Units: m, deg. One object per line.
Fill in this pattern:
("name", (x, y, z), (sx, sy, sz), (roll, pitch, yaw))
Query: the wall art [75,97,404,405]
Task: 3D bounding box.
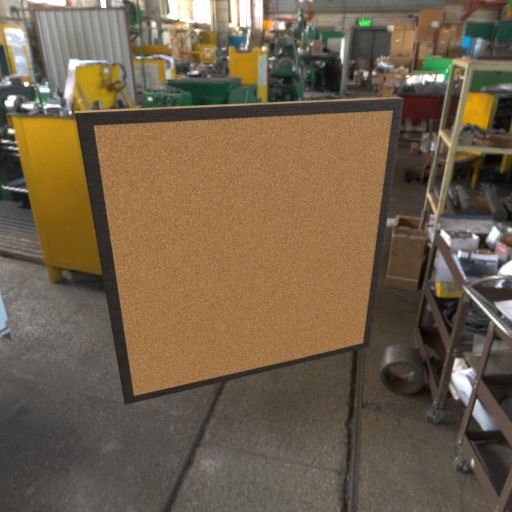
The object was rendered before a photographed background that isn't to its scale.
("wall art", (0.000, 0.000, 1.056), (0.695, 0.691, 0.029), (-9, 27, -17))
